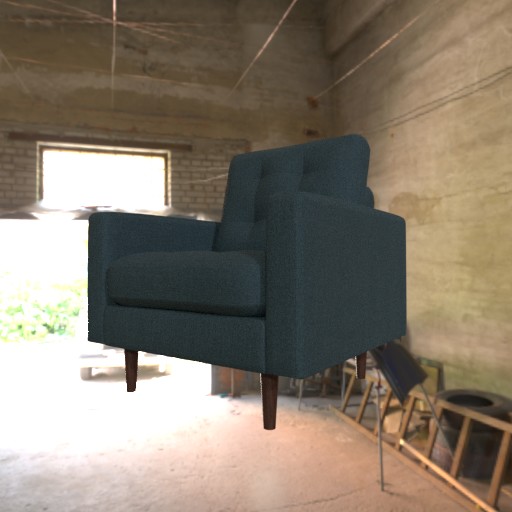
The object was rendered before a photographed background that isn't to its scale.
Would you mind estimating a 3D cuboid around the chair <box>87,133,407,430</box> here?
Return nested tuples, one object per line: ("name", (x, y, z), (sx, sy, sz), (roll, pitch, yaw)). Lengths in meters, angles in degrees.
("chair", (0.000, 0.000, 1.545), (0.821, 0.880, 0.843), (-1, -1, 36))
